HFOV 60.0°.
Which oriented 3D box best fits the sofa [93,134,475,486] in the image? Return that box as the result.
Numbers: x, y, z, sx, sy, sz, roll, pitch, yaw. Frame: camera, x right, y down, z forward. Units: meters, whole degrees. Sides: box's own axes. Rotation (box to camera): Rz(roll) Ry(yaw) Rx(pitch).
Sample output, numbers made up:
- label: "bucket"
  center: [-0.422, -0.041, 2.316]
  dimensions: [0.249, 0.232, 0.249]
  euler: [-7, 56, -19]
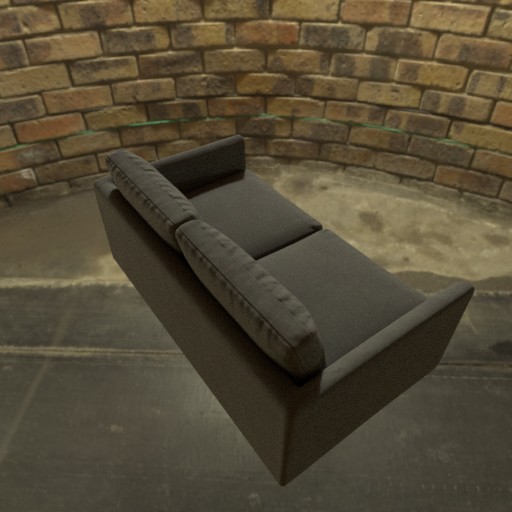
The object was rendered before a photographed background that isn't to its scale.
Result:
- label: "sofa"
  center: [0.000, 0.000, 2.472]
  dimensions: [1.091, 0.845, 1.909]
  euler: [-26, 47, -26]
